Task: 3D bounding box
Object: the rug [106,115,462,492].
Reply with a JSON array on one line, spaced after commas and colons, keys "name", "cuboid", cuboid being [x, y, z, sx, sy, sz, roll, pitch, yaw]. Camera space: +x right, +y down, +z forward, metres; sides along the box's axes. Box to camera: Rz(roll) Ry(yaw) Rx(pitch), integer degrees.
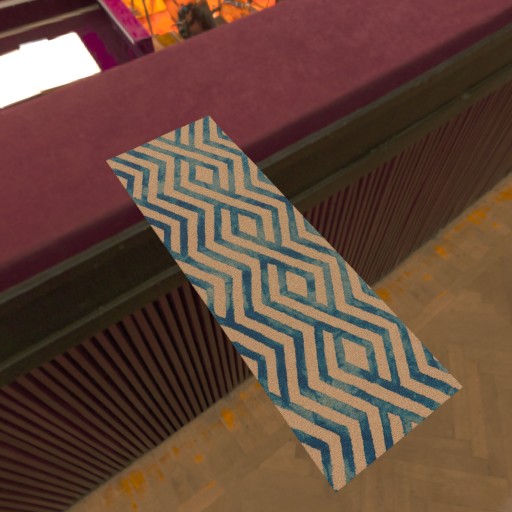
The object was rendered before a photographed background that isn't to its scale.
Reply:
[{"name": "rug", "cuboid": [0.000, 0.000, 1.600, 0.503, 0.007, 1.492, -30, 62, -18]}]
